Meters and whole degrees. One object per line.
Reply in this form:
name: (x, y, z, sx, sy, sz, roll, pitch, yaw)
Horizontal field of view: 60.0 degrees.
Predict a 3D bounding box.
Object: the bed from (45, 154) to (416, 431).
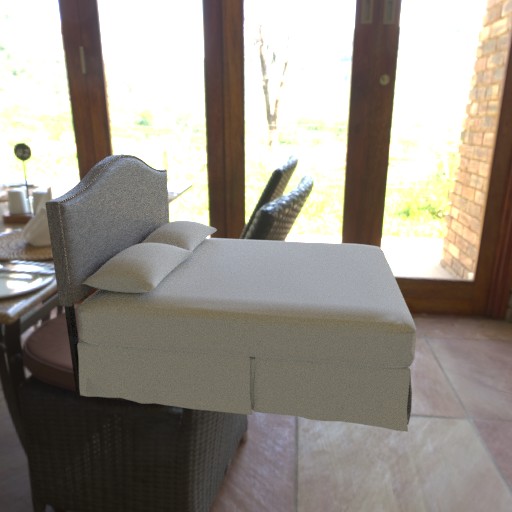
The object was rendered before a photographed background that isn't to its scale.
bed: (0.000, 0.000, 2.931, 1.870, 1.295, 1.610, 3, 17, 8)
